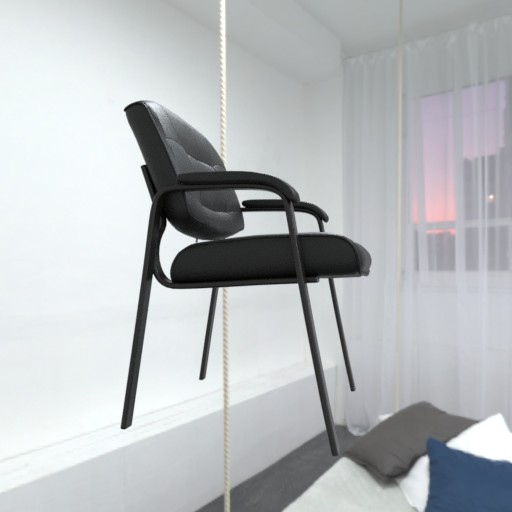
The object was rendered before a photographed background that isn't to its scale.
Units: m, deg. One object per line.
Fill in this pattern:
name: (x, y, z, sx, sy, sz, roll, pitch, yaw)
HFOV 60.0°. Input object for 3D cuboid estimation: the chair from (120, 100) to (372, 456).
chair: (0.000, 0.000, 1.335, 0.668, 0.910, 0.591, 0, -1, 17)
